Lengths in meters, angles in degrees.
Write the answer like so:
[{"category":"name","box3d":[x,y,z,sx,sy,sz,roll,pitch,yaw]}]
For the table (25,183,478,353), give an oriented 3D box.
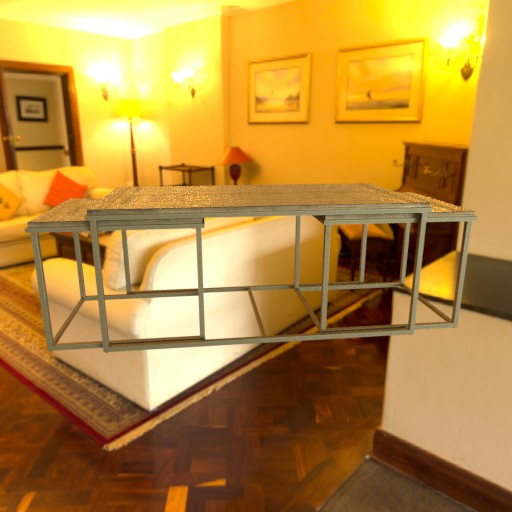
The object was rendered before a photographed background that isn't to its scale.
[{"category":"table","box3d":[0.000,0.000,1.524,1.312,0.427,0.489,-2,16,-7]}]
